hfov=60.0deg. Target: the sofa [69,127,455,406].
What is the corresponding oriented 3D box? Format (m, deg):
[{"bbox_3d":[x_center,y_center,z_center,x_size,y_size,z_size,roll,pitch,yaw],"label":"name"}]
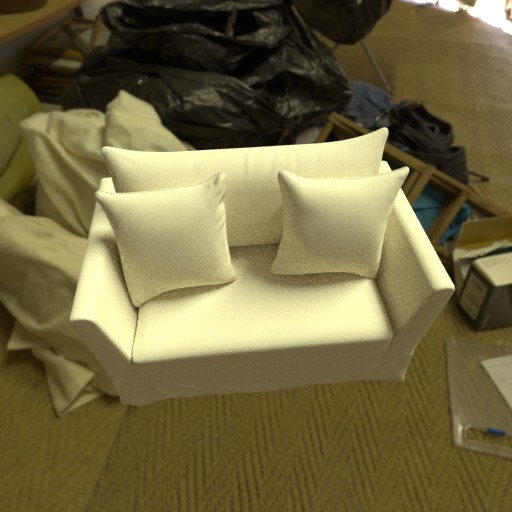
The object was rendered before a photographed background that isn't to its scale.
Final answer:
[{"bbox_3d":[0.000,0.000,2.303,1.608,1.039,1.026,-4,46,-4],"label":"sofa"}]
